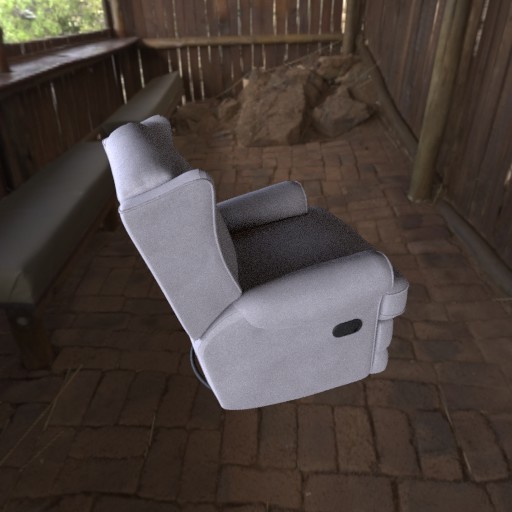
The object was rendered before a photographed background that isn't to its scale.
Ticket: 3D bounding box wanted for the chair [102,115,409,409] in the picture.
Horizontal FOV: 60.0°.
[{"bbox_3d":[0.000,0.000,1.728,0.969,1.011,0.847,-11,33,-17],"label":"chair"}]
